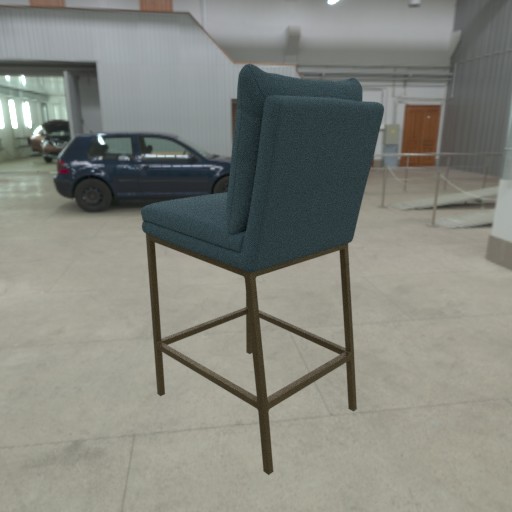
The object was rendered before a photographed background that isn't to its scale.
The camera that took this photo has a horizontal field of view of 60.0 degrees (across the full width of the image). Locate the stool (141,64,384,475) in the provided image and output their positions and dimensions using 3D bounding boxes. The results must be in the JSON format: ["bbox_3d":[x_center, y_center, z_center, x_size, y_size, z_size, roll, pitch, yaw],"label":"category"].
[{"bbox_3d":[0.000,0.000,1.369,0.463,1.032,0.568,-15,22,-42],"label":"stool"}]
